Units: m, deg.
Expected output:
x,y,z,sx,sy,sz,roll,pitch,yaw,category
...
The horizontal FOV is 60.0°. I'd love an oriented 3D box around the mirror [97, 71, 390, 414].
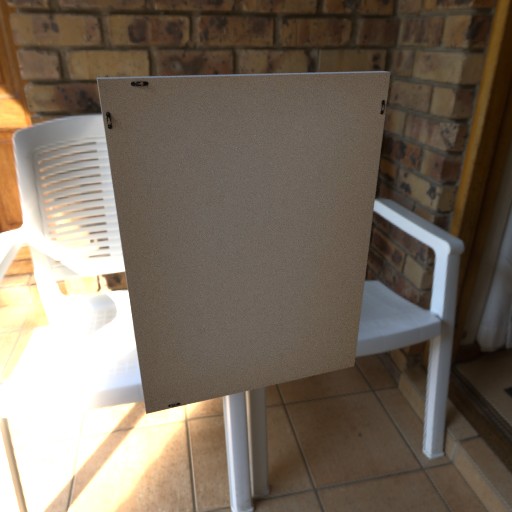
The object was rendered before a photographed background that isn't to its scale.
x,y,z,sx,sy,sz,roll,pitch,yaw,category
0.000,0.000,1.338,0.762,1.016,0.040,-8,27,-16,mirror
